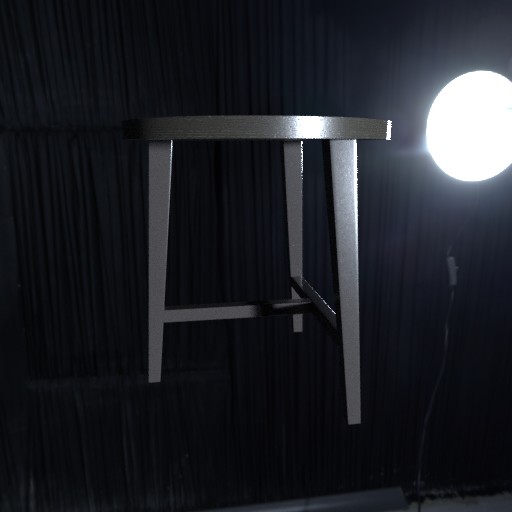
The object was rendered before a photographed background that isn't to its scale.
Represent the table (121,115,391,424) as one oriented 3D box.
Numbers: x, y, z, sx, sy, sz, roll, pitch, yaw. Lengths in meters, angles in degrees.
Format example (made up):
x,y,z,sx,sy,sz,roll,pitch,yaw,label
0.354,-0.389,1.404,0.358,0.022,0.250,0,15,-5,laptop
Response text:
x,y,z,sx,sy,sz,roll,pitch,yaw,label
0.000,0.000,0.923,0.500,0.531,0.500,0,14,0,table
